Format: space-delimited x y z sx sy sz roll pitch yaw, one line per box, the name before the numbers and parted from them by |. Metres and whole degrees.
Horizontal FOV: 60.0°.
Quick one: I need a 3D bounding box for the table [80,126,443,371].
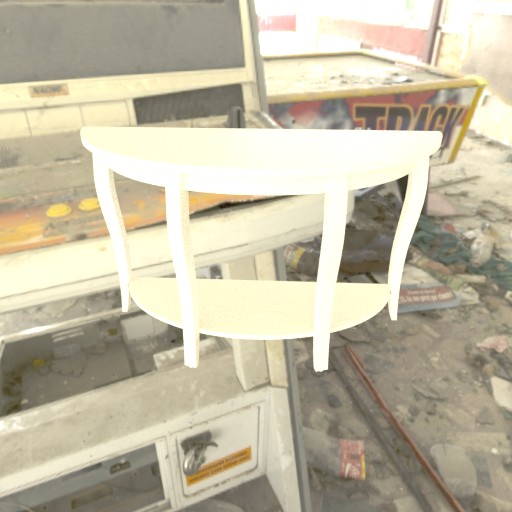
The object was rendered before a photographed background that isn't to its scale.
table | 0.000 0.000 1.550 1.219 0.780 0.394 1 31 2
